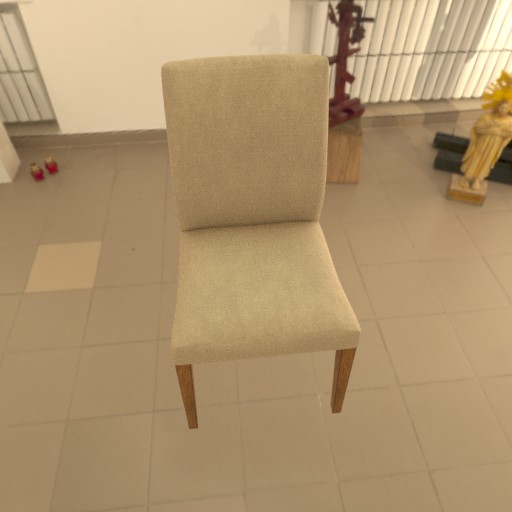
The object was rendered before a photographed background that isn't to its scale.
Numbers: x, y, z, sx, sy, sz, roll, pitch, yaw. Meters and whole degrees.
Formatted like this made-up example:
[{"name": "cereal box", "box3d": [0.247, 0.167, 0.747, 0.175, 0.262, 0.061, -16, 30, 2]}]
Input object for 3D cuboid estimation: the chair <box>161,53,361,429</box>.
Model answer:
[{"name": "chair", "box3d": [0.000, 0.000, 1.295, 0.496, 0.940, 0.585, -5, 47, -4]}]
